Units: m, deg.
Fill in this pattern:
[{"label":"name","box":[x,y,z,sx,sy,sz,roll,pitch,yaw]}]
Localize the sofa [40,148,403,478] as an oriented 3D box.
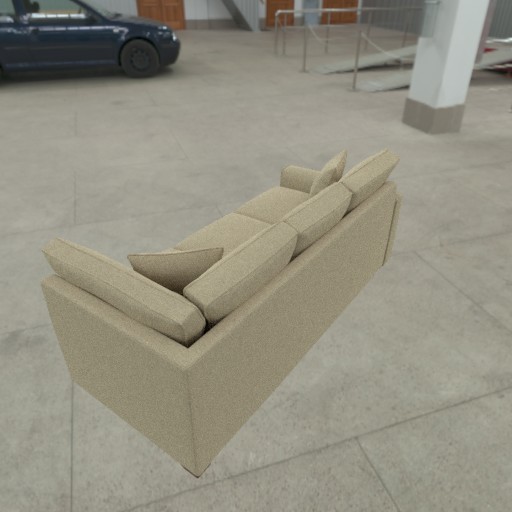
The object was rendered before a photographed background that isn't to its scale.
[{"label":"sofa","box":[0.000,0.000,2.842,1.061,0.962,2.317,21,38,30]}]
